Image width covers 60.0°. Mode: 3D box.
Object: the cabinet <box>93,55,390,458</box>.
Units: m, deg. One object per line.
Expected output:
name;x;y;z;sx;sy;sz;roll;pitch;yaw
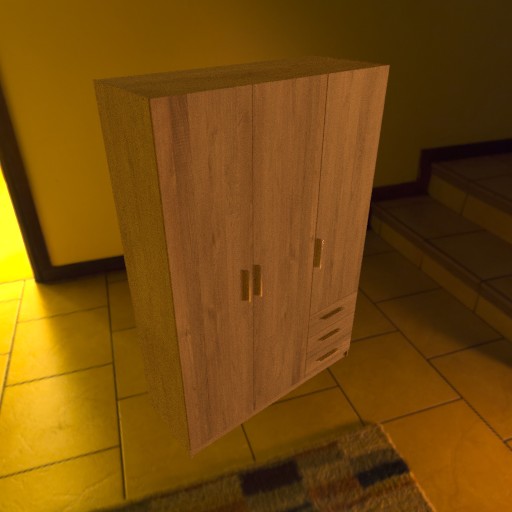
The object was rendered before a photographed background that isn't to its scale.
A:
cabinet;0.000;0.000;2.463;1.290;1.910;0.510;-22;37;-33
